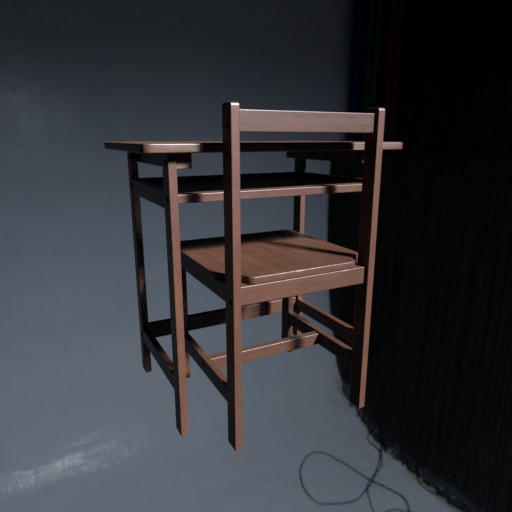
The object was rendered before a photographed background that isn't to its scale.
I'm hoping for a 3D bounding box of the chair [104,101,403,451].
[{"bbox_3d":[0.000,0.000,1.084,0.599,0.673,0.463,-8,17,-27],"label":"chair"}]
